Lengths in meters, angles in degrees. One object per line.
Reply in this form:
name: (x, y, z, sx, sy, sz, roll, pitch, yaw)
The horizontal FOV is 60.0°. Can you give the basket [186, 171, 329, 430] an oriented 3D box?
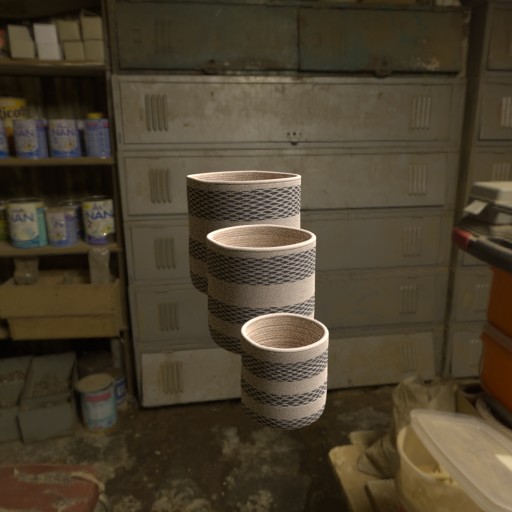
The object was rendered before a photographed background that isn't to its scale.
basket: (0.000, 0.000, 1.121, 0.351, 0.356, 0.917, -2, 16, -7)
